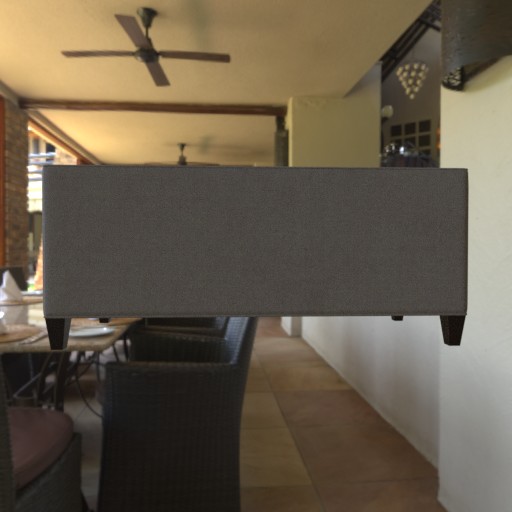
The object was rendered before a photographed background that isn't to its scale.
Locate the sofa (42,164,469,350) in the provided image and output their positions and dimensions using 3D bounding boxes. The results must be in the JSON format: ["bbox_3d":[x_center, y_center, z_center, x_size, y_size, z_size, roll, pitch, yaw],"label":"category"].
[{"bbox_3d":[0.000,0.000,2.220,1.778,0.762,0.775,0,1,-3],"label":"sofa"}]
